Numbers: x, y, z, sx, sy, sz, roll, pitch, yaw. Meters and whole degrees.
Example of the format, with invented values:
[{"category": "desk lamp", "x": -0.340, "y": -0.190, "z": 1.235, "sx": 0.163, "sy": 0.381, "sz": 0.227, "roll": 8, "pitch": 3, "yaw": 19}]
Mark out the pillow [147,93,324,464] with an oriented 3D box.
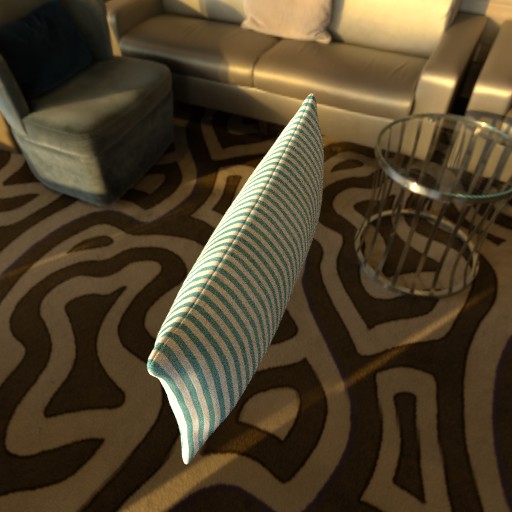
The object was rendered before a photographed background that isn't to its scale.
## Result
[{"category": "pillow", "x": 0.000, "y": 0.000, "z": 0.745, "sx": 0.151, "sy": 0.295, "sz": 0.617, "roll": 15, "pitch": 49, "yaw": 14}]
